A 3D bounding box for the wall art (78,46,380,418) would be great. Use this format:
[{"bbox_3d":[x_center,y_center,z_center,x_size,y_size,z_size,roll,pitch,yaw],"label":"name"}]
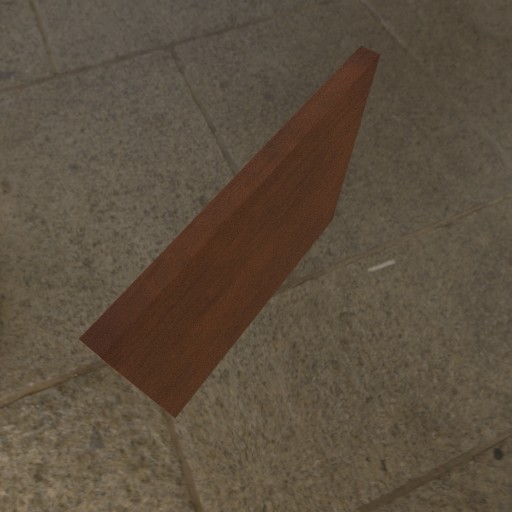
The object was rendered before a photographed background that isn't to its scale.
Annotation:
[{"bbox_3d":[0.000,0.000,0.752,0.033,0.457,0.558,34,68,16],"label":"wall art"}]
